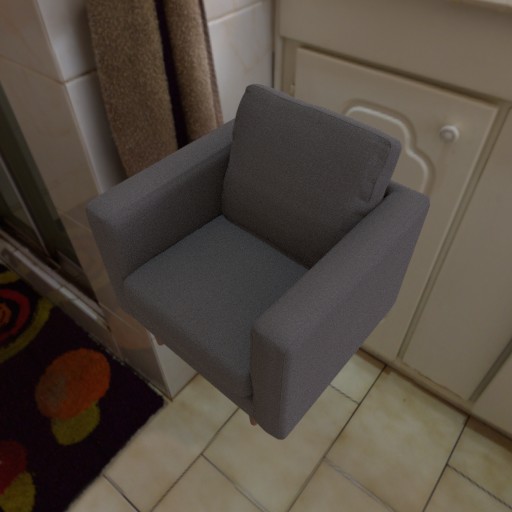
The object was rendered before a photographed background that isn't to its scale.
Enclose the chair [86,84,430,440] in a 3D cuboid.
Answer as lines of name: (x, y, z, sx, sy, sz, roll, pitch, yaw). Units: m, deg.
chair: (0.000, 0.000, 1.591, 0.854, 0.927, 0.800, 32, 54, 27)
